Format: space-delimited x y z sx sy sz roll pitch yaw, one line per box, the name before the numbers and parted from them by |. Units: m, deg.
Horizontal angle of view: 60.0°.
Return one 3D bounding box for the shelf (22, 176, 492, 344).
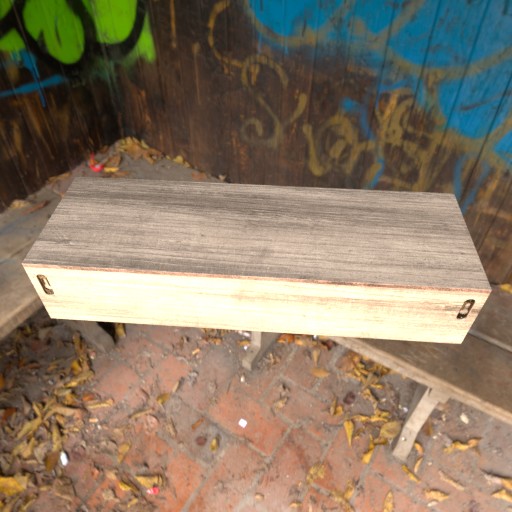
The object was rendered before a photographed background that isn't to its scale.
shelf | 0.000 0.000 0.687 0.610 0.125 0.200 3 45 3
